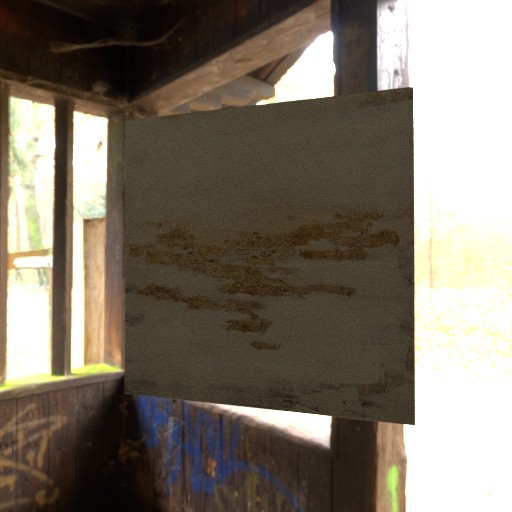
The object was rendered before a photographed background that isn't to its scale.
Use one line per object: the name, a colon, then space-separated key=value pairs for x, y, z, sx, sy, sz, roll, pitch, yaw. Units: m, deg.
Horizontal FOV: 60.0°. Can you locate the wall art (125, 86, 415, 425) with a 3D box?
wall art: x=0.000 y=0.000 z=1.507 sx=1.015 sy=1.018 sz=0.040 roll=0 pitch=-1 yaw=18
